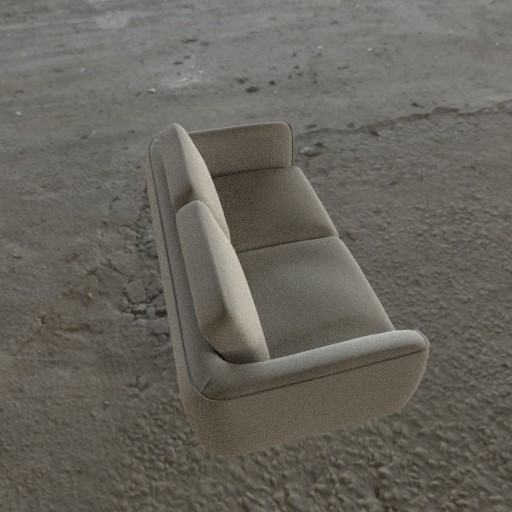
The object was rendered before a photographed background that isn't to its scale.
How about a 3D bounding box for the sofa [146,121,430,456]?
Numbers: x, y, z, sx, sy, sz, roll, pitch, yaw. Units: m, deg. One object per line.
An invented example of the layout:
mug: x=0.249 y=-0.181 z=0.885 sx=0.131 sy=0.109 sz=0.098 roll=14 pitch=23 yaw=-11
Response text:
sofa: x=0.000 y=0.000 z=2.160 sx=0.920 sy=0.850 sz=1.700 roll=-11 pitch=47 yaw=-10
